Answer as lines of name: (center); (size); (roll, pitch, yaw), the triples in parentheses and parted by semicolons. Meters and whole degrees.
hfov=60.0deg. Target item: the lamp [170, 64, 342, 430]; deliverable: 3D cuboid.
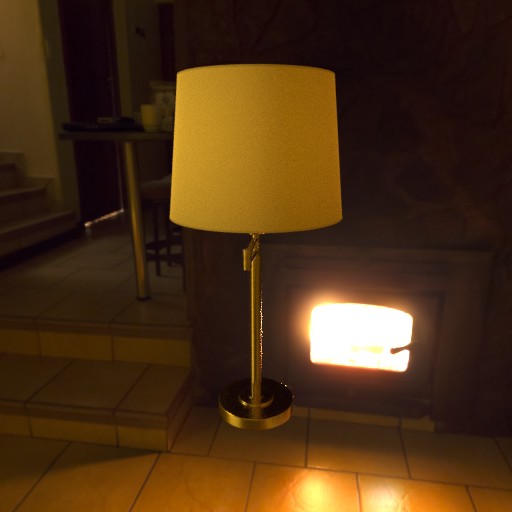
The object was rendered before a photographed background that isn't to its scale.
lamp: (0.000, 0.000, 0.892); (0.333, 0.696, 0.333); (0, 15, 0)
